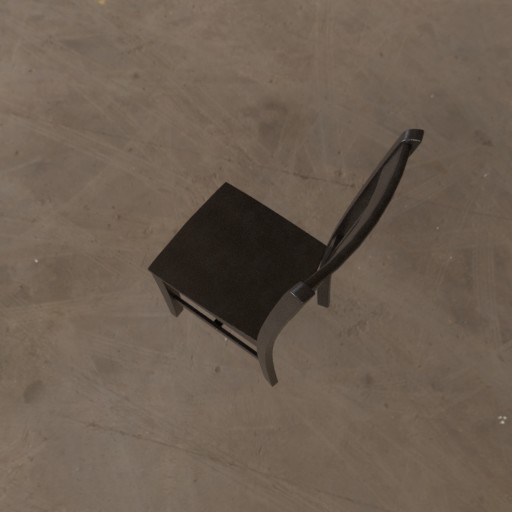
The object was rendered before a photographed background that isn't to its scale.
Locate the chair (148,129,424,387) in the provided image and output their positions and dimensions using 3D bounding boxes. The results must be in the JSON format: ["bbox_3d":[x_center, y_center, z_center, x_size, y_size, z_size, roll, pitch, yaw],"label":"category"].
[{"bbox_3d":[0.000,0.000,1.317,0.555,0.998,0.450,33,68,15],"label":"chair"}]
